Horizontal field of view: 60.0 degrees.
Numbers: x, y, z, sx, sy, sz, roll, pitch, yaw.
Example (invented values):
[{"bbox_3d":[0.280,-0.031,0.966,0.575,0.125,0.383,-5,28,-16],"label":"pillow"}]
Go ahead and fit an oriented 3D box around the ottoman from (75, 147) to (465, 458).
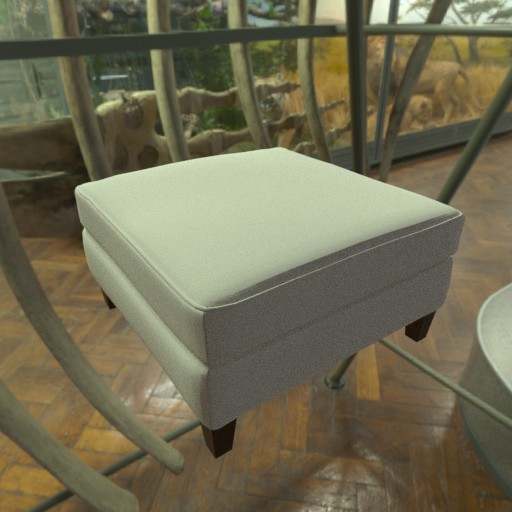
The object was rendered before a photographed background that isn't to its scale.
[{"bbox_3d":[0.000,0.000,1.364,0.838,0.479,0.838,-18,33,-30],"label":"ottoman"}]
